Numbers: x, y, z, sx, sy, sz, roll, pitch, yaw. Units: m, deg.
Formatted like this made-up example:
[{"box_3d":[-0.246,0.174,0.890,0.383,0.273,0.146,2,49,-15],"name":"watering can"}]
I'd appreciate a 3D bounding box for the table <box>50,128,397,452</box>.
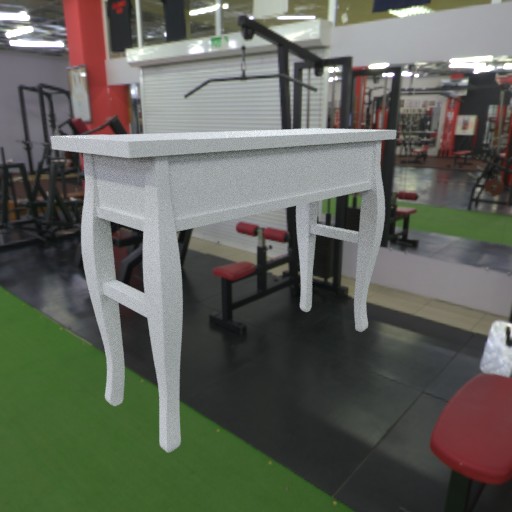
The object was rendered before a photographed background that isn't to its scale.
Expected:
[{"box_3d":[0.000,0.000,1.431,0.373,0.768,1.062,16,24,41],"name":"table"}]
